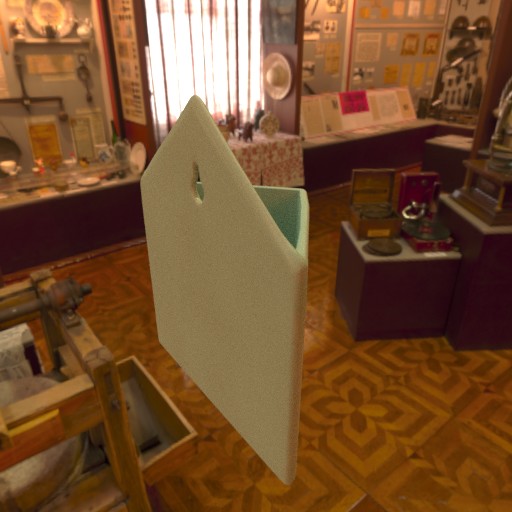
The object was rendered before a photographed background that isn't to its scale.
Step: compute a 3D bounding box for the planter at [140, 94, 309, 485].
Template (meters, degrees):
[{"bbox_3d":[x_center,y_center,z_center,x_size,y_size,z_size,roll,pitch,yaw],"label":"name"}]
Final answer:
[{"bbox_3d":[0.000,0.000,0.280,0.079,0.197,0.164,-18,32,-32],"label":"planter"}]
